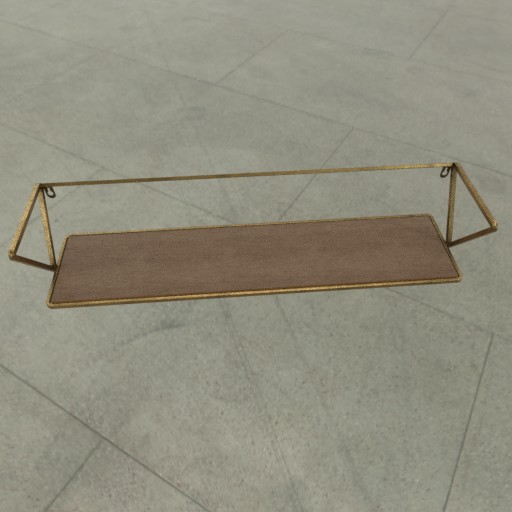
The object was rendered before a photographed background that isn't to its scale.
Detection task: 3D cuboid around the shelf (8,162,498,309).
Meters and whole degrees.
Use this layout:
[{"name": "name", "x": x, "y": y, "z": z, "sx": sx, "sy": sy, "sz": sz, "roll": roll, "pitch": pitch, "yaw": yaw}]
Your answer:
[{"name": "shelf", "x": 0.000, "y": 0.000, "z": 0.714, "sx": 0.645, "sy": 0.229, "sz": 0.150, "roll": -3, "pitch": 48, "yaw": -3}]
